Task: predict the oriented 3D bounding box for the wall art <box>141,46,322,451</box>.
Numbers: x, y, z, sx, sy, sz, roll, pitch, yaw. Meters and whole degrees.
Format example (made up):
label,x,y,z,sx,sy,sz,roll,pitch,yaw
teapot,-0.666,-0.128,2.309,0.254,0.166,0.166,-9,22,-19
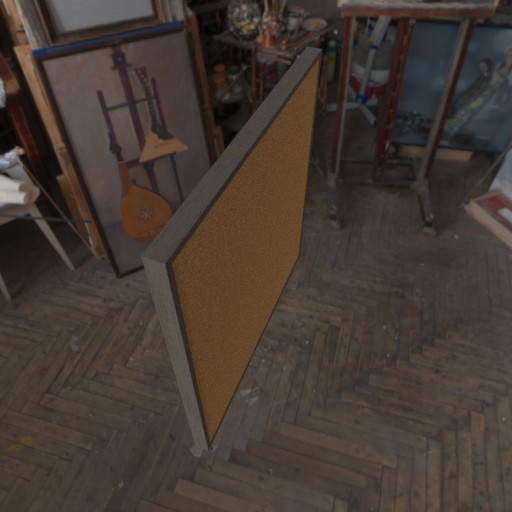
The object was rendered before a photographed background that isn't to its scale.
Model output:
label,x,y,z,sx,sy,sz,roll,pitch,yaw
wall art,0.000,0.000,1.140,0.039,0.758,0.758,17,50,15
